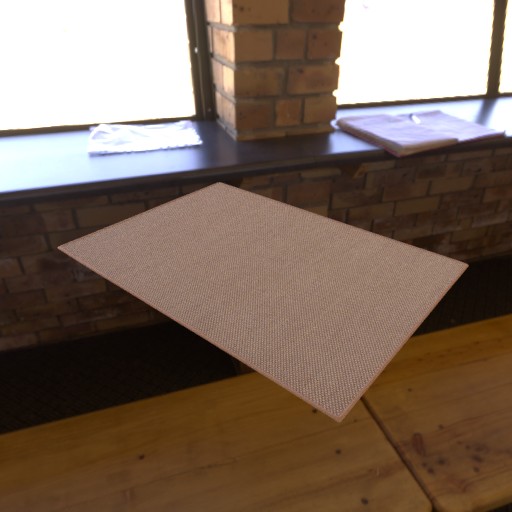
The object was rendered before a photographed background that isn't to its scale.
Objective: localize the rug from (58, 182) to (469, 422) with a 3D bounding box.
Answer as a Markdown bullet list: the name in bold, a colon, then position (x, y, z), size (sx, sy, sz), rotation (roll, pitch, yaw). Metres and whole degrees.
- **rug**: position (0.000, 0.000, 2.806), size (2.134, 0.013, 1.524), rotation (23, 38, 34)
